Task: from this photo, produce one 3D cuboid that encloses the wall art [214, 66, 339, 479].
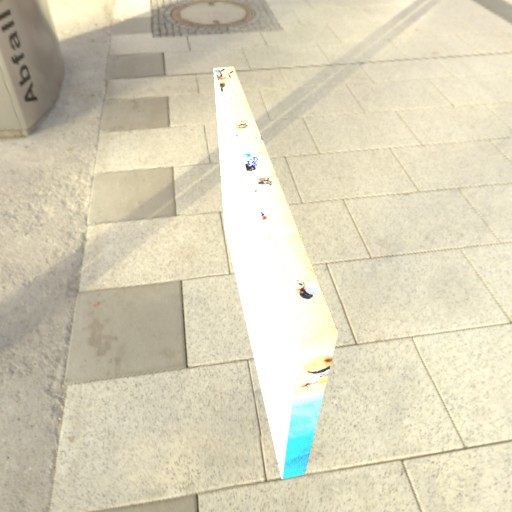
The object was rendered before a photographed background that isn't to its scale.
[{"bbox_3d":[0.000,0.000,1.135,0.057,0.595,0.894,-8,47,-8],"label":"wall art"}]
